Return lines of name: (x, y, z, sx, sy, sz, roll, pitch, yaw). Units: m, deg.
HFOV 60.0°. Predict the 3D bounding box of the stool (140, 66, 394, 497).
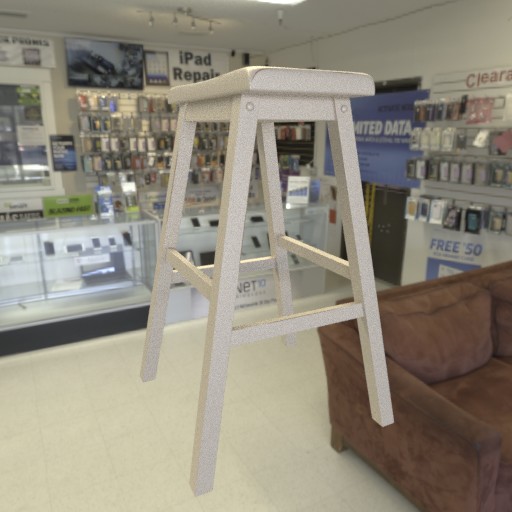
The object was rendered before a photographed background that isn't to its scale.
stool: (0.000, 0.000, 1.003, 0.476, 0.737, 0.457, -8, 18, -25)
